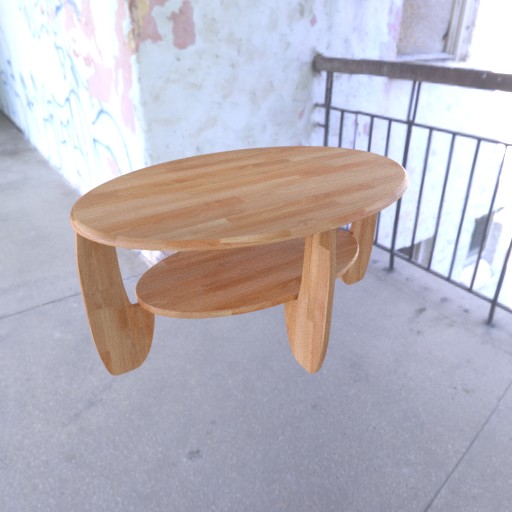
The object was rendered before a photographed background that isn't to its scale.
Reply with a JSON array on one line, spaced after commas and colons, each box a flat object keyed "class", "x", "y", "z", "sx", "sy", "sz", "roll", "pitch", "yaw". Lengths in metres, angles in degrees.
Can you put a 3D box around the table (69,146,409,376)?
[{"class": "table", "x": 0.000, "y": 0.000, "z": 1.384, "sx": 1.040, "sy": 0.490, "sz": 0.690, "roll": -17, "pitch": 33, "yaw": -29}]
